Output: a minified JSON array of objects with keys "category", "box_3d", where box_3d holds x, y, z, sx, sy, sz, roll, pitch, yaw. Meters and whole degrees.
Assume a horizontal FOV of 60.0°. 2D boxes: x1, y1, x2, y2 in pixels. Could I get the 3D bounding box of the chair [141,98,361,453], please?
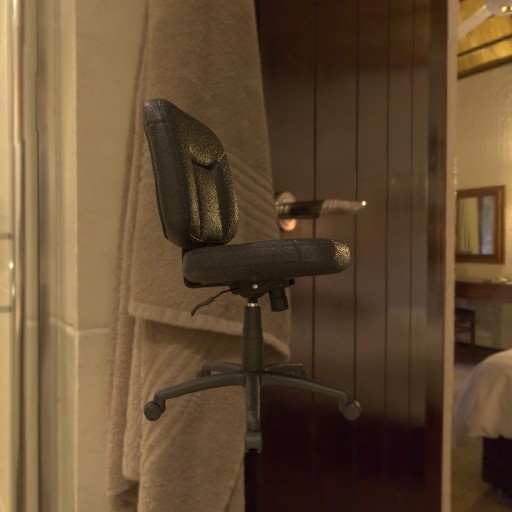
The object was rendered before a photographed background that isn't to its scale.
[{"category":"chair","box_3d":[0.000,0.000,1.395,0.646,0.959,0.647,0,1,17]}]
